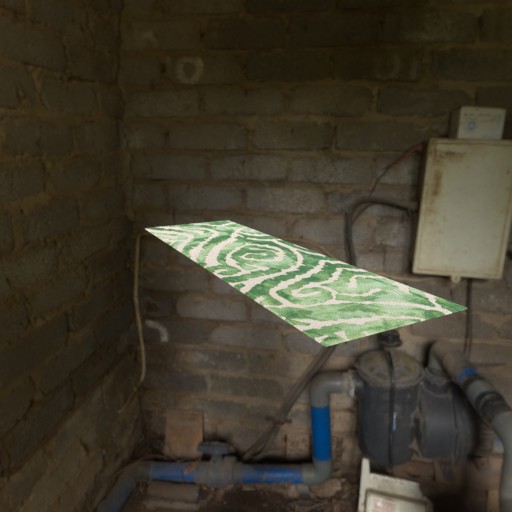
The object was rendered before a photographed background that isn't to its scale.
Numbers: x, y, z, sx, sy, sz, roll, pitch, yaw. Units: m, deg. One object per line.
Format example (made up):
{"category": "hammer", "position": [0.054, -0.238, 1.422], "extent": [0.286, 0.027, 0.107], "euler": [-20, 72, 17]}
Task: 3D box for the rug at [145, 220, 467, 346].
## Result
{"category": "rug", "position": [0.000, 0.000, 2.776], "extent": [0.761, 0.006, 2.438], "euler": [-8, 17, -27]}
